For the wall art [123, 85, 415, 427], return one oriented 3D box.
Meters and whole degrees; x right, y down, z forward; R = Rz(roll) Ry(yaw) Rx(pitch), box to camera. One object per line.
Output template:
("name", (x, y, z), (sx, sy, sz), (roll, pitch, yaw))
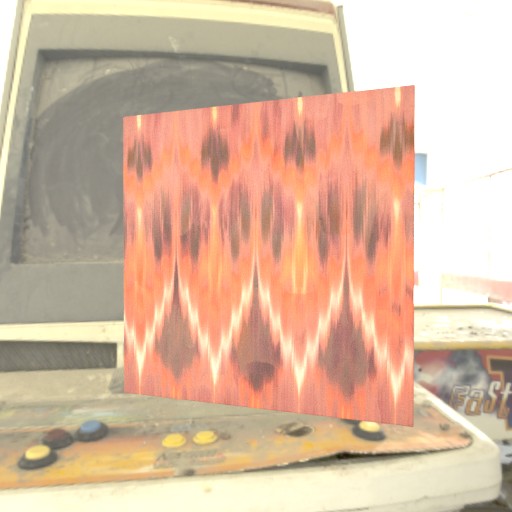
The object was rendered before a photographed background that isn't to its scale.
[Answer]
("wall art", (0.000, 0.000, 0.898), (0.603, 0.609, 0.037), (0, 1, 18))
